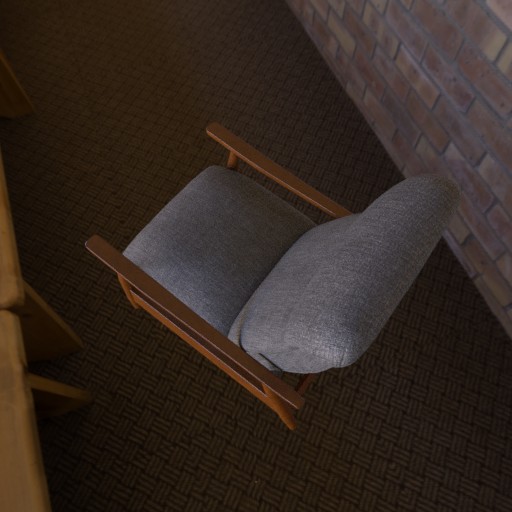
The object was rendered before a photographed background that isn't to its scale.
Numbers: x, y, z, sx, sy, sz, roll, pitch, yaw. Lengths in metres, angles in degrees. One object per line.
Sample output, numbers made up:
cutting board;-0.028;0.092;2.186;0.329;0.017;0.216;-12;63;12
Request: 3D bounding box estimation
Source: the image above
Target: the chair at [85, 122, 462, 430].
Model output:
chair;0.000;0.000;1.715;1.030;1.082;0.762;34;68;16
